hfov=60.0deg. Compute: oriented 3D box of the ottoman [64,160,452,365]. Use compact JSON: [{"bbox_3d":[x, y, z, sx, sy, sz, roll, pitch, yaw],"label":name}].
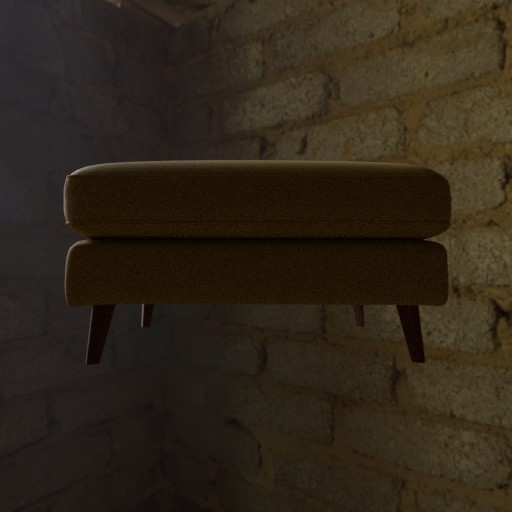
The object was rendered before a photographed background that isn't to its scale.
[{"bbox_3d":[0.000,0.000,1.173,0.811,0.449,0.608,0,0,-1],"label":"ottoman"}]
